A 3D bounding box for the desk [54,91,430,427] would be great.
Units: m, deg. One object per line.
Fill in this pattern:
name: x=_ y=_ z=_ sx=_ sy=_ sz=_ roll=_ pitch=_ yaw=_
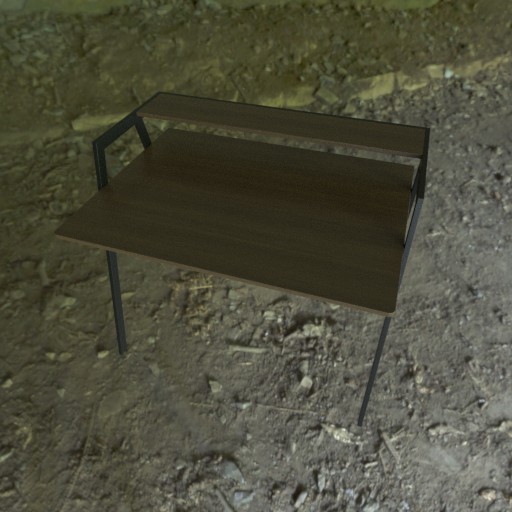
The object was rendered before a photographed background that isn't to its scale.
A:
desk: x=0.000 y=0.000 z=1.876 sx=1.143 sy=0.998 sz=0.936 roll=12 pitch=43 yaw=14
